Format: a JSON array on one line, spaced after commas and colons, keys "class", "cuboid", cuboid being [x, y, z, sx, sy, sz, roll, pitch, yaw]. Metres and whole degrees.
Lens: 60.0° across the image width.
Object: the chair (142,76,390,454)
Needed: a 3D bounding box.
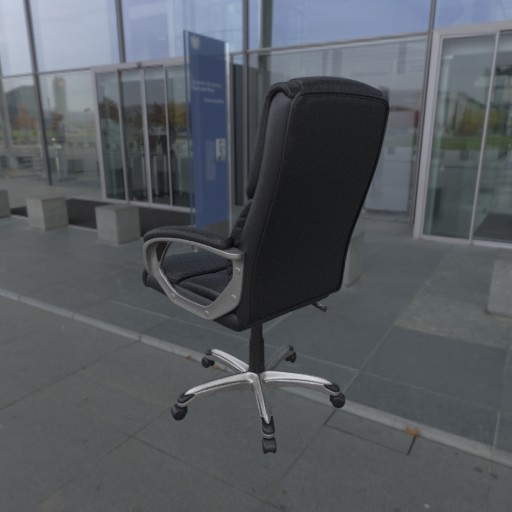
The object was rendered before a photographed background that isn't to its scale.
[{"class": "chair", "cuboid": [0.000, 0.000, 1.602, 0.663, 1.155, 0.739, -14, 21, -41]}]
